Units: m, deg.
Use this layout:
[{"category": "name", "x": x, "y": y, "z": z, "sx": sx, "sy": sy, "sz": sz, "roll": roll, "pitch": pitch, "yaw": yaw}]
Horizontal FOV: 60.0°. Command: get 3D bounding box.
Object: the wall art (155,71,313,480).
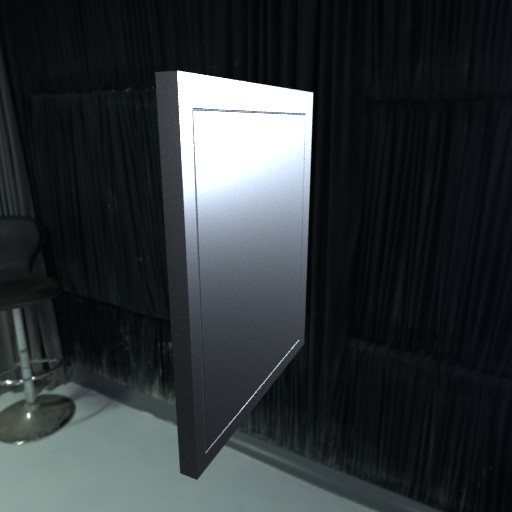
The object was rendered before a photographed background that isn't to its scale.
[{"category": "wall art", "x": 0.000, "y": 0.000, "z": 0.775, "sx": 0.031, "sy": 0.558, "sz": 0.461, "roll": 8, "pitch": 19, "yaw": 25}]
